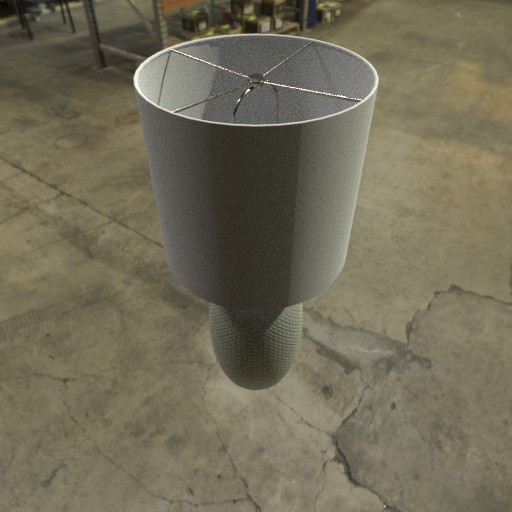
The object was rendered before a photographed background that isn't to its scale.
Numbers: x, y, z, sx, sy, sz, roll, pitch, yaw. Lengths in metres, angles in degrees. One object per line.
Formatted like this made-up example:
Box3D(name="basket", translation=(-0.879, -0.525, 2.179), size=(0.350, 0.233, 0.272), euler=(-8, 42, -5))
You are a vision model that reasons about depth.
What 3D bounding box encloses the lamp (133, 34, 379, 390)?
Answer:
Box3D(name="lamp", translation=(0.000, 0.000, 0.552), size=(0.217, 0.453, 0.217), euler=(26, 49, 26))
